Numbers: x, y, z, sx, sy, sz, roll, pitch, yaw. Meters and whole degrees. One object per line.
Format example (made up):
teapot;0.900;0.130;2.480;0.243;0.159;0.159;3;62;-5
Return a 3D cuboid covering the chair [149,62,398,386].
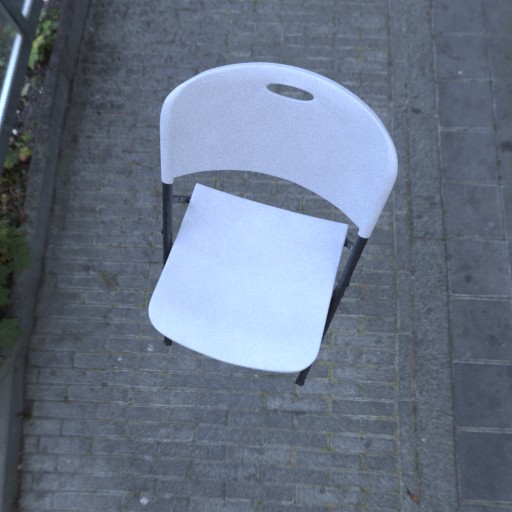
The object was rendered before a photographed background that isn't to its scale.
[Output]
chair;0.000;0.000;1.167;0.494;0.810;0.566;16;75;4
